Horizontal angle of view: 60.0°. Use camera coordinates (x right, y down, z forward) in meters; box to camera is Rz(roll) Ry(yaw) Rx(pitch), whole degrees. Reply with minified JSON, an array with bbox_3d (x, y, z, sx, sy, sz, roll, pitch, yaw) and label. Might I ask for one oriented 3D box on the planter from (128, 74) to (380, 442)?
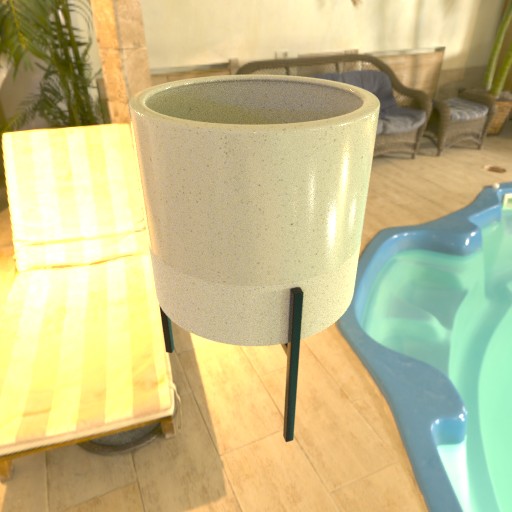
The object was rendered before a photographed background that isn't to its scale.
[{"bbox_3d":[0.000,0.000,0.332,0.152,0.230,0.159,-10,33,-16],"label":"planter"}]
